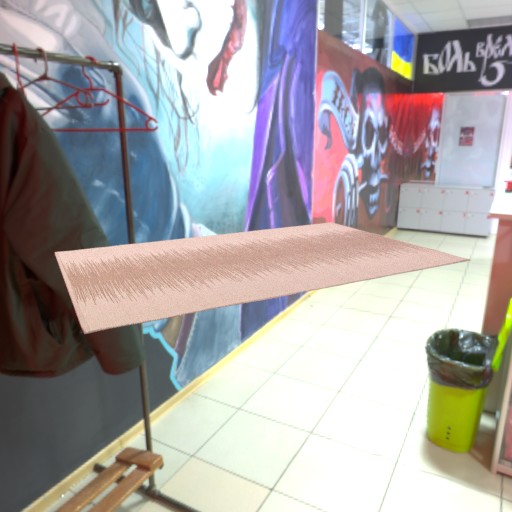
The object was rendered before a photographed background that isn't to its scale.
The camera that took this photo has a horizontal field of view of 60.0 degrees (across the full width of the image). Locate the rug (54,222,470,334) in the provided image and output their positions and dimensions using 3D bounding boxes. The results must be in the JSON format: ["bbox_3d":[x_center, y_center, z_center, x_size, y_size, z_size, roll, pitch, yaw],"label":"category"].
[{"bbox_3d":[0.000,0.000,3.054,2.440,0.012,1.522,-8,17,-27],"label":"rug"}]
